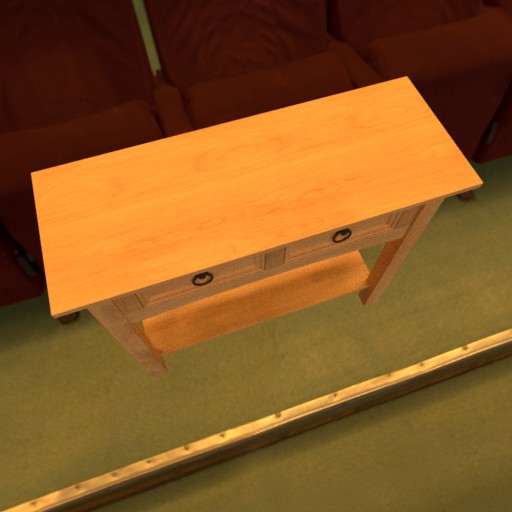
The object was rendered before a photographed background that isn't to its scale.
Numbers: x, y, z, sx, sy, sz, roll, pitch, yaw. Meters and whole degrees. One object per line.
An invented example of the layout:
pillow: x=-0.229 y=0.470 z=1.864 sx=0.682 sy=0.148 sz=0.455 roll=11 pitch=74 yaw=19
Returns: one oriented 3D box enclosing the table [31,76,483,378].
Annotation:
table: x=0.000 y=0.000 z=1.263 sx=0.900 sy=0.728 sz=0.340 roll=-17 pitch=64 yaw=-9
